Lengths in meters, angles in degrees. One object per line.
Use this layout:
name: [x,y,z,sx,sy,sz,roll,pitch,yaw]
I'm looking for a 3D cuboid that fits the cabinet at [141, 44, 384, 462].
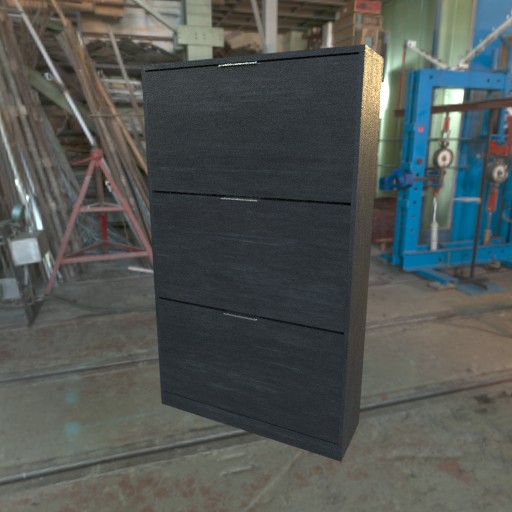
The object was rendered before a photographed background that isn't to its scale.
cabinet: [0.000,0.000,1.575,0.750,1.280,0.250,7,16,26]
